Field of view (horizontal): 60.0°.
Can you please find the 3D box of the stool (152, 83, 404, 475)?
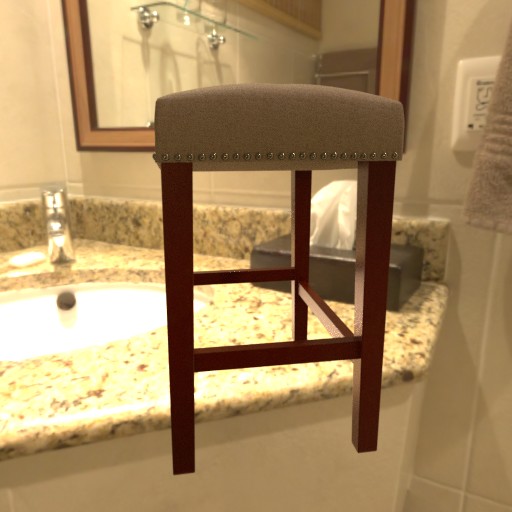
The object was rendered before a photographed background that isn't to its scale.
[{"bbox_3d":[0.000,0.000,0.932,0.375,0.632,0.509,-2,15,-9],"label":"stool"}]
